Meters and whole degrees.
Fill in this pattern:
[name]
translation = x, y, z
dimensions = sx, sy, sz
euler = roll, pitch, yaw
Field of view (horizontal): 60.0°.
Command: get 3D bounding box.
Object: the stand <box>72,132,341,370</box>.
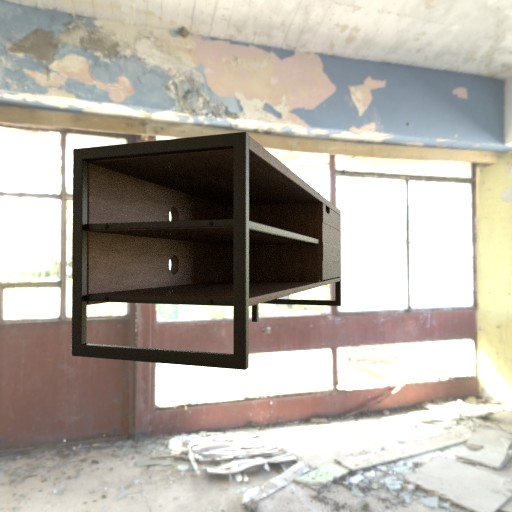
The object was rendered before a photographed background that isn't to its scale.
[stand]
translation = 0.000, 0.000, 1.711
dimensions = 0.454, 0.506, 1.480
euler = 0, -1, 19
